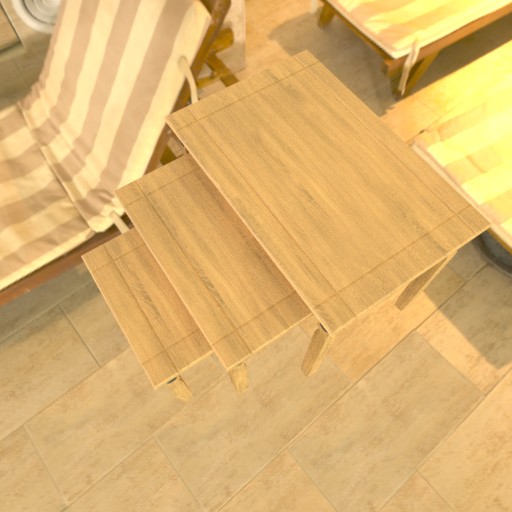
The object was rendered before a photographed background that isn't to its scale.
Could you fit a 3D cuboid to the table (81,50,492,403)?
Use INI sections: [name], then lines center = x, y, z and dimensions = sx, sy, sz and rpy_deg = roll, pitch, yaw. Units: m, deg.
[table]
center = 0.000, 0.000, 1.209
dimensions = 0.773, 0.535, 0.660
rpy_deg = -31, 67, -15
